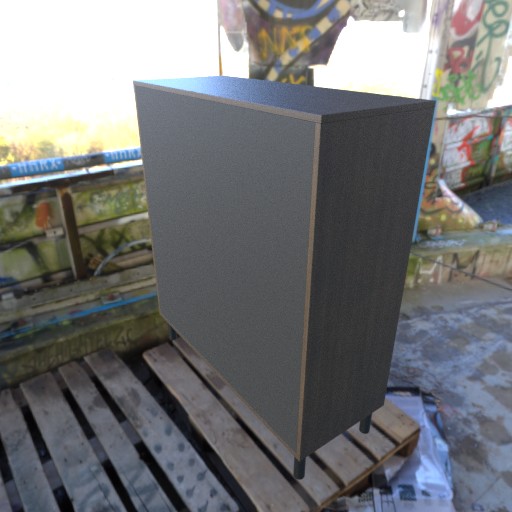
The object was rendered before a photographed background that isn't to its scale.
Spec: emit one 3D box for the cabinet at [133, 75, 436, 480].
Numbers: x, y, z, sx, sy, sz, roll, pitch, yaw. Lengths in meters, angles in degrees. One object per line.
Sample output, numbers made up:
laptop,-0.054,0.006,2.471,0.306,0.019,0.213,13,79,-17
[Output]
cabinet,0.000,0.000,1.648,0.400,1.170,1.010,-18,31,-32
